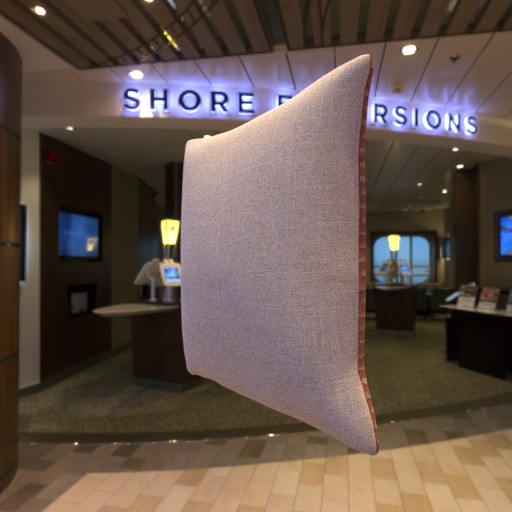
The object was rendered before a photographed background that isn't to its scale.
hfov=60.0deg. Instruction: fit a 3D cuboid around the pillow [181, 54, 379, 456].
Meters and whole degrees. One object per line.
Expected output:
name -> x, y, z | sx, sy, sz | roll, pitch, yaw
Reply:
pillow -> 0.000, 0.000, 0.759 | 0.182, 0.503, 0.511 | 0, -1, -35
